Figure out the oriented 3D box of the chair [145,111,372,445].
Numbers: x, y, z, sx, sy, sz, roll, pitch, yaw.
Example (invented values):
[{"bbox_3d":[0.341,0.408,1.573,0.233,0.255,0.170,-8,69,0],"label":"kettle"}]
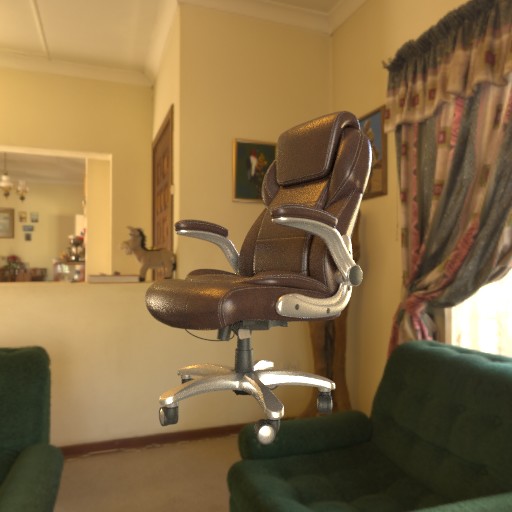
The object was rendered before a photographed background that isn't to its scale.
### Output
[{"bbox_3d":[0.000,0.000,1.700,0.774,1.160,0.733,1,-1,-36],"label":"chair"}]
